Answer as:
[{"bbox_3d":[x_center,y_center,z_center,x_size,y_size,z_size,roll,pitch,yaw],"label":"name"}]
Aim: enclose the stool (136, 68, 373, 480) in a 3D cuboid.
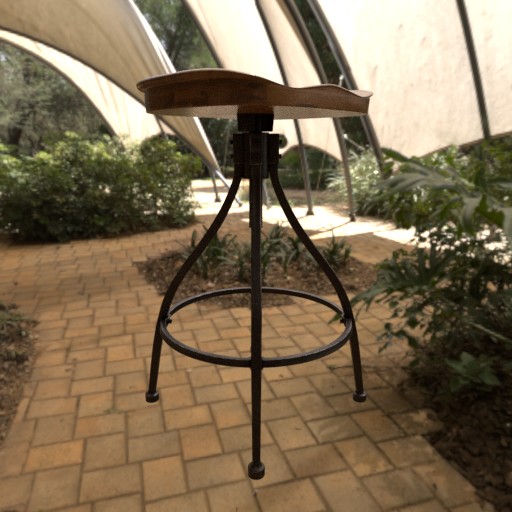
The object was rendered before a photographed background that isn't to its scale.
[{"bbox_3d":[0.000,0.000,0.956,0.424,0.694,0.432,14,20,43],"label":"stool"}]
